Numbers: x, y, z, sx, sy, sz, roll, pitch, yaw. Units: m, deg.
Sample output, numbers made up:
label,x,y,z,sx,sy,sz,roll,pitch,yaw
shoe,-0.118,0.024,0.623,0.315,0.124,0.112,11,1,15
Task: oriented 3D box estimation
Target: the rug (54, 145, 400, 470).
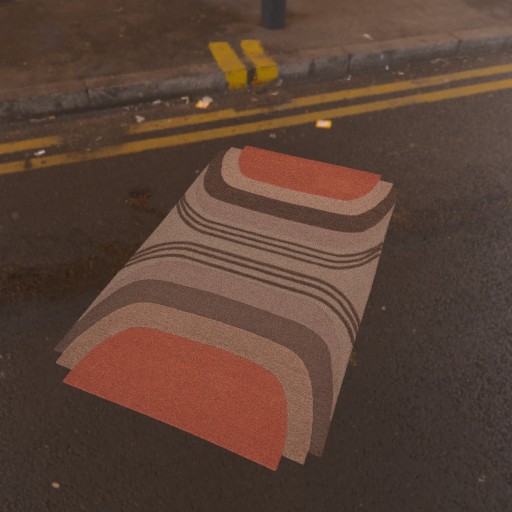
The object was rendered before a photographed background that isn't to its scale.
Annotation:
label,x,y,z,sx,sy,sz,roll,pitch,yaw
rug,0.000,0.000,2.939,1.530,0.017,2.446,16,48,15
